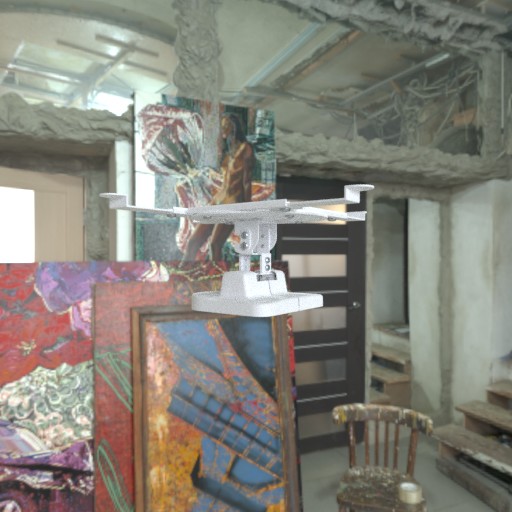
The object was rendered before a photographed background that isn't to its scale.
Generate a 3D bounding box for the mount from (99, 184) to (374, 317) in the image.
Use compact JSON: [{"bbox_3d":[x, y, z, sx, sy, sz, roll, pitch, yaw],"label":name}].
[{"bbox_3d":[0.000,0.000,0.614,0.394,0.141,0.394,0,0,37],"label":"mount"}]
